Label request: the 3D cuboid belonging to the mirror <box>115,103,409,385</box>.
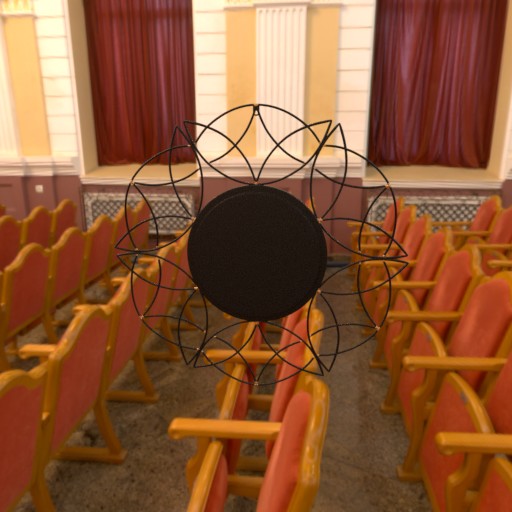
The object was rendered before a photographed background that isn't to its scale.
[{"bbox_3d":[0.000,0.000,1.190,0.797,0.775,0.028,2,15,7],"label":"mirror"}]
